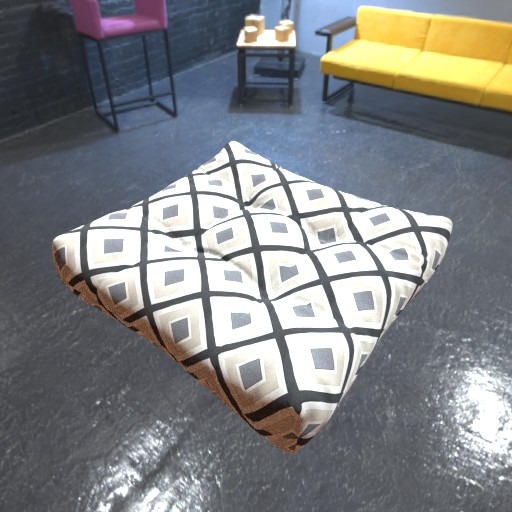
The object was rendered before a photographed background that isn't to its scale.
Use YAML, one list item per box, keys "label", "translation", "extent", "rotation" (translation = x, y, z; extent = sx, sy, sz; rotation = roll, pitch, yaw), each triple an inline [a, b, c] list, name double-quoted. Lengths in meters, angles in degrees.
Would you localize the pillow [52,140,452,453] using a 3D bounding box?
- label: "pillow"
  translation: [0.000, 0.000, 0.735]
  extent: [0.490, 0.128, 0.468]
  rotation: [27, 47, 28]
